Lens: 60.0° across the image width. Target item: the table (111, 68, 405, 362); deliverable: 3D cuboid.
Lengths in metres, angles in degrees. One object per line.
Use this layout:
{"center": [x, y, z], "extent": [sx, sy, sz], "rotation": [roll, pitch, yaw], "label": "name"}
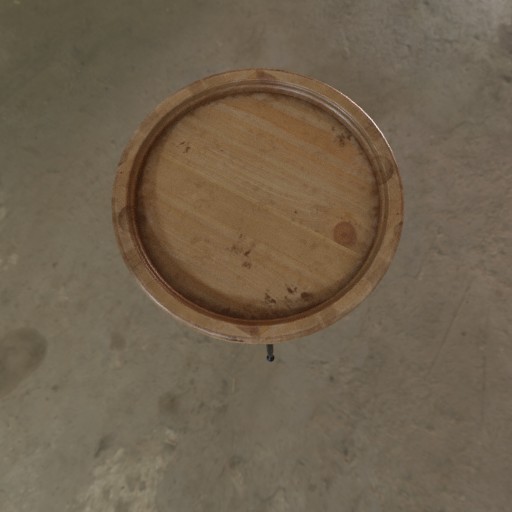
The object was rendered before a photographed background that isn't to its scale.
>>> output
{"center": [0.000, 0.000, 0.935], "extent": [0.414, 0.664, 0.418], "rotation": [3, 76, 1], "label": "table"}
